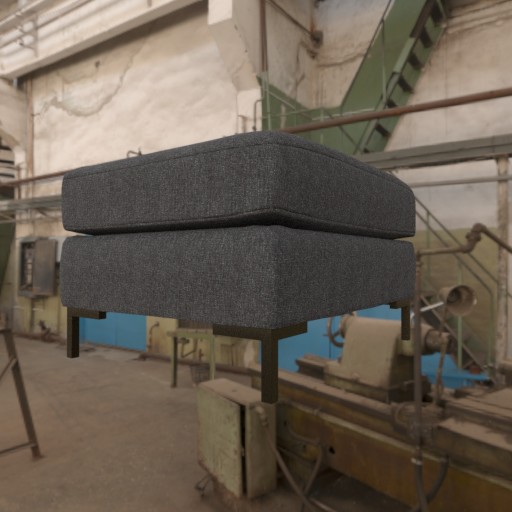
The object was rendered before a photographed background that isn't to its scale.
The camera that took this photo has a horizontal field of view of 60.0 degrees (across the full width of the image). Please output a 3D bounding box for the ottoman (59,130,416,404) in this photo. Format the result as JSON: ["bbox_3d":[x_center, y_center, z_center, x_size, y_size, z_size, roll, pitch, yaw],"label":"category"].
[{"bbox_3d":[0.000,0.000,1.291,0.695,0.533,0.831,0,-1,36],"label":"ottoman"}]
